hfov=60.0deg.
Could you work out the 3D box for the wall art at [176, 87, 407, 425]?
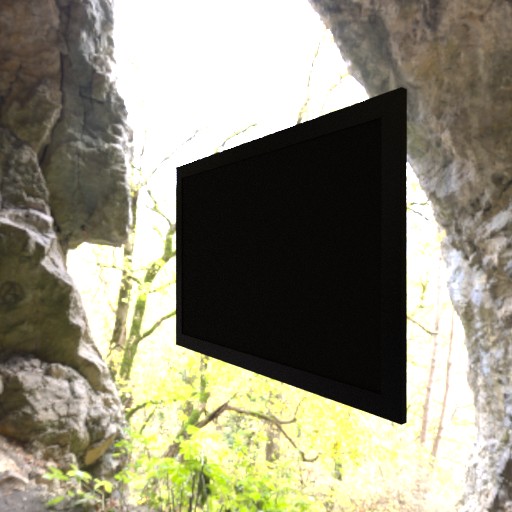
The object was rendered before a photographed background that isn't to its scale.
[{"bbox_3d":[0.000,0.000,0.854,0.013,0.447,0.660,0,0,-37],"label":"wall art"}]
